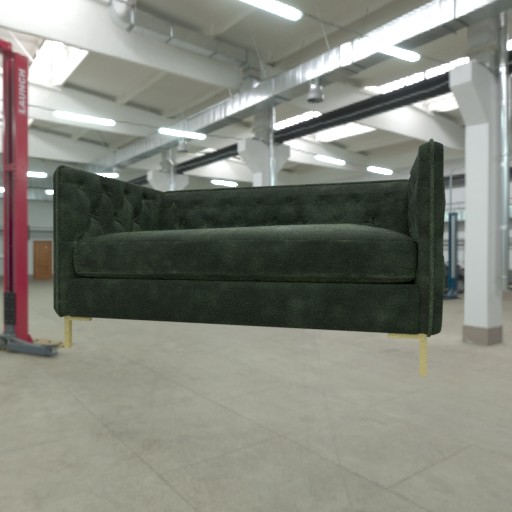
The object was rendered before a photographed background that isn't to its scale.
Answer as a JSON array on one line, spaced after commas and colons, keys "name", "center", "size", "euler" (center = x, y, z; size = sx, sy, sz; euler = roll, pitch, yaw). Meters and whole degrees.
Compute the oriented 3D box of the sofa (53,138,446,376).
[{"name": "sofa", "center": [0.000, 0.000, 2.029], "size": [1.537, 0.768, 0.895], "euler": [0, 0, 17]}]
